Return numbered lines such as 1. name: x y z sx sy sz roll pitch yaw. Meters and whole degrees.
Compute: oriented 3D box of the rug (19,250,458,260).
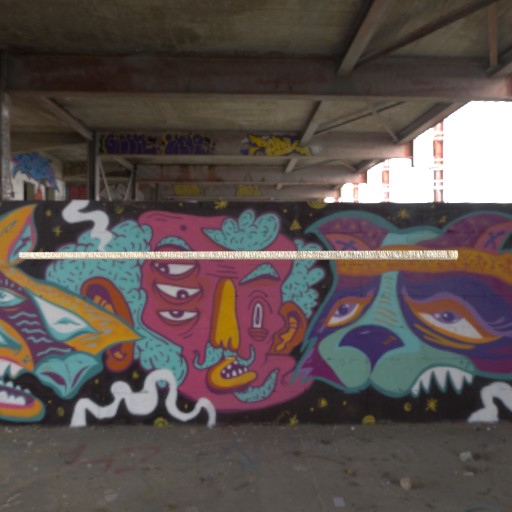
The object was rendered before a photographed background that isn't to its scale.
1. rug: 0.000 0.000 2.068 1.600 0.027 1.200 0 0 18
